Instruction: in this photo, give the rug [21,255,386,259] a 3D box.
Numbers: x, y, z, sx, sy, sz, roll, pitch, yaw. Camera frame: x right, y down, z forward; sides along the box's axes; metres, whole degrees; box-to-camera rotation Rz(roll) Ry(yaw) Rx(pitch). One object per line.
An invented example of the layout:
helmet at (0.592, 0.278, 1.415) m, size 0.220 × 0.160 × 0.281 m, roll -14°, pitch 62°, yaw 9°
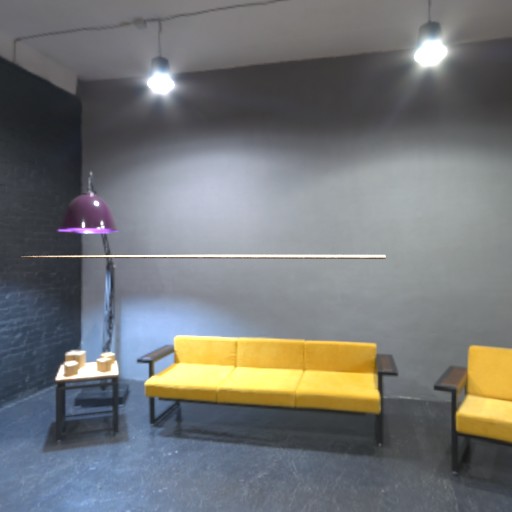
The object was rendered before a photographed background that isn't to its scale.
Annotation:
rug at (0.000, 0.000, 4.344) m, size 2.438 × 0.010 × 3.353 m, roll 0°, pitch 0°, yaw 16°
